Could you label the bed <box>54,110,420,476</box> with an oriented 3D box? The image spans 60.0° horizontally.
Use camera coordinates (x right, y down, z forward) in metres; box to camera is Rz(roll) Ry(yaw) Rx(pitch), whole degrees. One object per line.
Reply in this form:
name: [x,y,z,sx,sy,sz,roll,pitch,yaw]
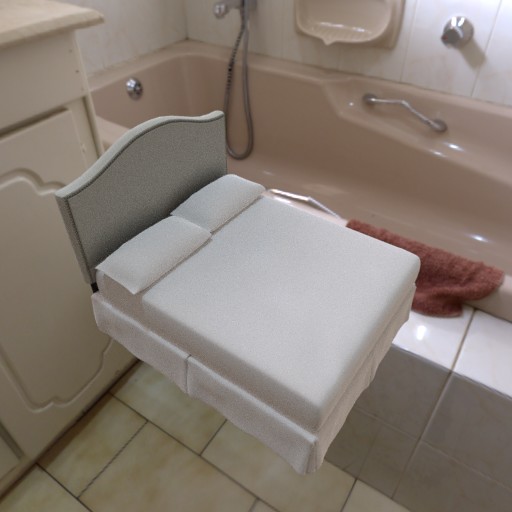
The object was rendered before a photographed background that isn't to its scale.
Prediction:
bed: [0.000,0.000,3.416,2.180,1.607,1.813,25,47,26]
